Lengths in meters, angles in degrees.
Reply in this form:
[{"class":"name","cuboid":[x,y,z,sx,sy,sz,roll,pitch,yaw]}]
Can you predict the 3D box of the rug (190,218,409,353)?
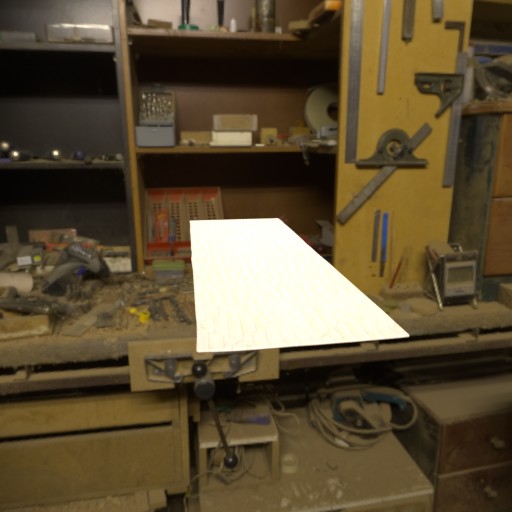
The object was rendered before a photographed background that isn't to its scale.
[{"class":"rug","cuboid":[0.000,0.000,2.741,0.793,0.014,2.450,-2,15,-8]}]
